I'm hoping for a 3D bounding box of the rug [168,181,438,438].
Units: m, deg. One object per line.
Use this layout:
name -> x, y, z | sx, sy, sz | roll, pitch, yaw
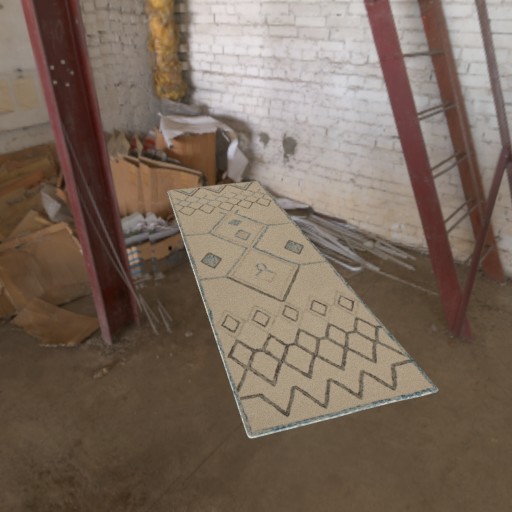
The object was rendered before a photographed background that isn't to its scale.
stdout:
rug -> 0.000, 0.000, 2.643 | 0.770, 0.013, 2.434 | -8, 31, -14
